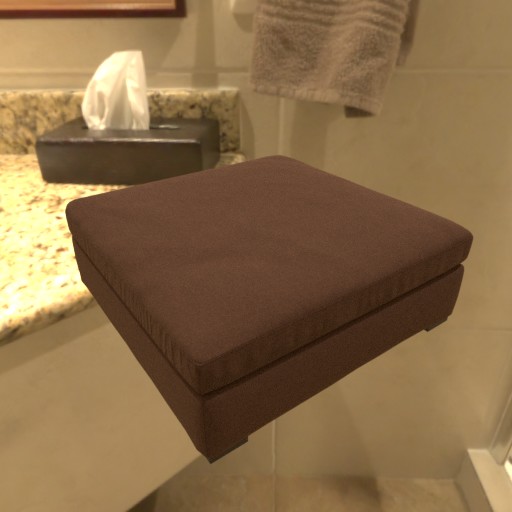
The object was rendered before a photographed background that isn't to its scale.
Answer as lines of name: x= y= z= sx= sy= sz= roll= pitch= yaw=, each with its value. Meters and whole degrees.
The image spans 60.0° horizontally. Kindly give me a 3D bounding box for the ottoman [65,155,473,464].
ottoman: x=0.000 y=0.000 z=1.819 sx=1.181 sy=0.470 sz=1.181 roll=-20 pitch=35 yaw=-30
